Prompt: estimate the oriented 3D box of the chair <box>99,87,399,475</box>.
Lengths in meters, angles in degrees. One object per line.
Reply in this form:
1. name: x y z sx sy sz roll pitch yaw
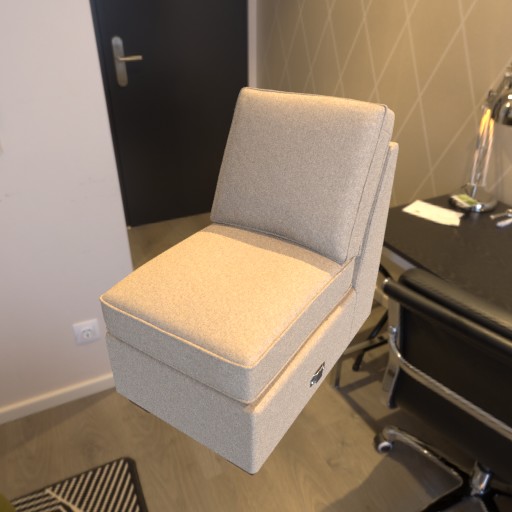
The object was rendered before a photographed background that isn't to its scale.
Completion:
1. chair: 0.000 0.000 1.671 0.674 1.058 1.020 18 35 28
